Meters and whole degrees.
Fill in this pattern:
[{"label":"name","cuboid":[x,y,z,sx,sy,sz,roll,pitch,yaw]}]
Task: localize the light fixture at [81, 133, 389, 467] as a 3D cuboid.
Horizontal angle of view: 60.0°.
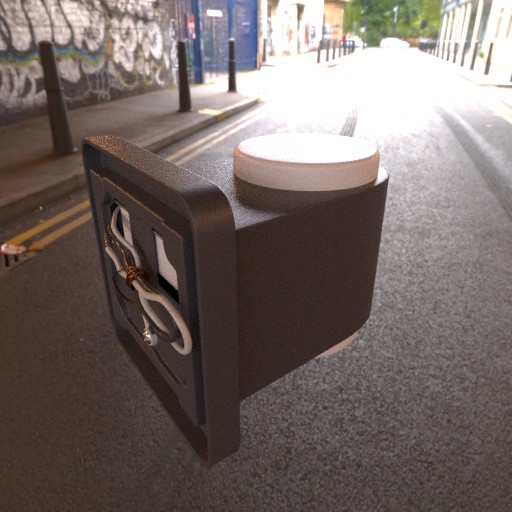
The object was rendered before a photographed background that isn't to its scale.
[{"label":"light fixture","cuboid":[0.000,0.000,0.209,0.132,0.109,0.109,-17,31,-31]}]
